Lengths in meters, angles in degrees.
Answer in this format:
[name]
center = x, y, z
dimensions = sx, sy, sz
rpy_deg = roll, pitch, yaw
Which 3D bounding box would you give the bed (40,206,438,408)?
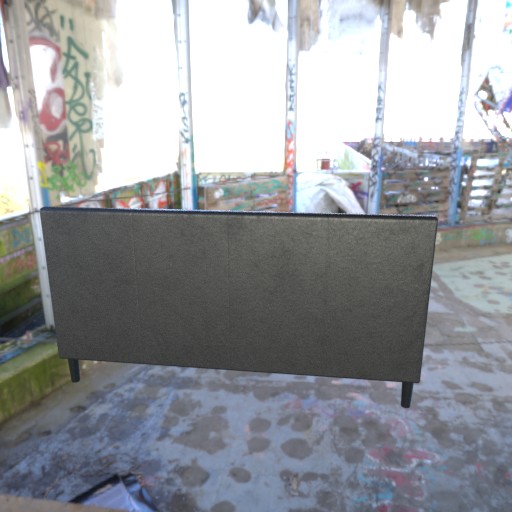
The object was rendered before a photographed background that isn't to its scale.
[bed]
center = 0.000, 0.000, 3.366
dimensions = 2.018, 1.046, 2.152
rpy_deg = 2, 16, 7
